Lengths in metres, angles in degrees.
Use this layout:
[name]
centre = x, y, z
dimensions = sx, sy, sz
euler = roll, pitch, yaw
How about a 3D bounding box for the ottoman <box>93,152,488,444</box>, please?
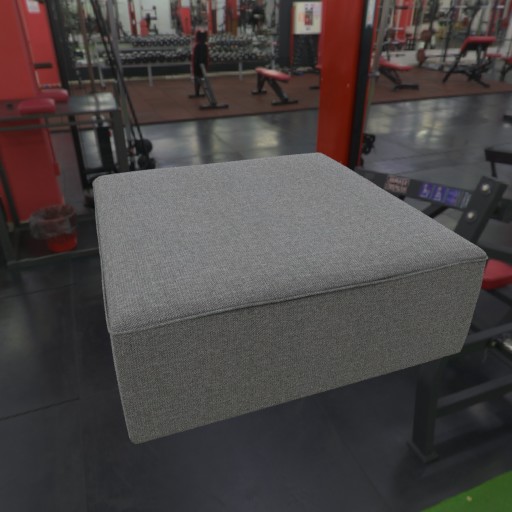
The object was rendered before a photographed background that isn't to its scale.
[ottoman]
centre = 0.000, 0.000, 1.544
dimensions = 1.023, 0.423, 1.017
euler = -10, 31, -17
